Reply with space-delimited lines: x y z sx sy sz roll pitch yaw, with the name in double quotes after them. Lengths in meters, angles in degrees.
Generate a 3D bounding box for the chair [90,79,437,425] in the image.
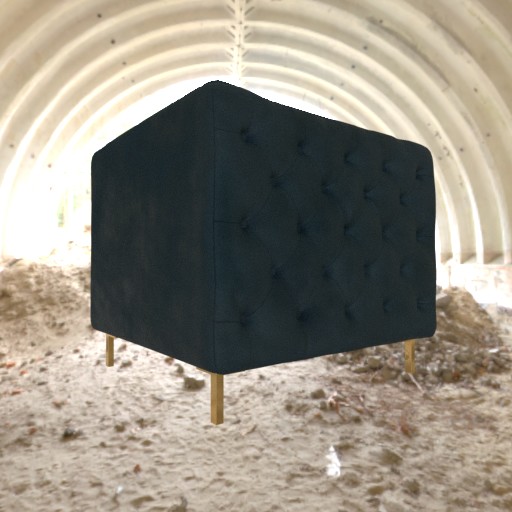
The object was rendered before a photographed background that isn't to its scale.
0.000 0.000 1.514 0.877 0.771 0.868 1 -1 -38 "chair"
